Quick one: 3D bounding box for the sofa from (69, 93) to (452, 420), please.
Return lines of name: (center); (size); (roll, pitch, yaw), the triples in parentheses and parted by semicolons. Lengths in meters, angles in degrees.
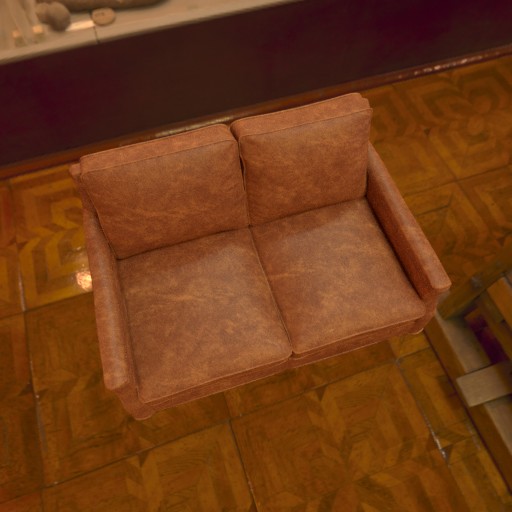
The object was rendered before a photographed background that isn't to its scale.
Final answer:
sofa: (0.000, 0.000, 2.231); (1.597, 1.003, 1.084); (-15, 64, -8)
